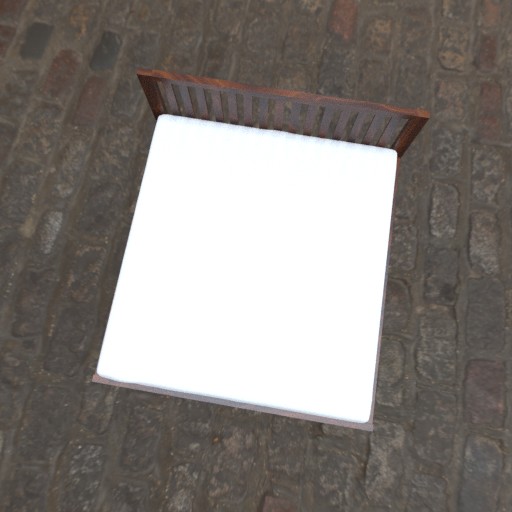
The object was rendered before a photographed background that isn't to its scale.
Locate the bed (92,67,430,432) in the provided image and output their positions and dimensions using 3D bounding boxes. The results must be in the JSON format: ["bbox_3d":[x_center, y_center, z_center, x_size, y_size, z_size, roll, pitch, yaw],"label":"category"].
[{"bbox_3d":[0.000,0.000,3.063,1.905,0.890,2.030,9,77,2],"label":"bed"}]
